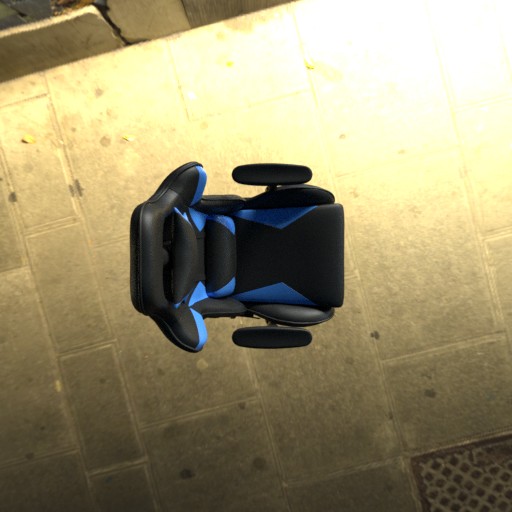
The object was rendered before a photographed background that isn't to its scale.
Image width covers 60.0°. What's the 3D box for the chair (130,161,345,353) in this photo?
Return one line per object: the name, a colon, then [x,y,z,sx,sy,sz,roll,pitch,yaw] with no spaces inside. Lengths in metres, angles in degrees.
chair: [0.000,0.000,1.681,0.730,1.282,0.695,0,91,0]
